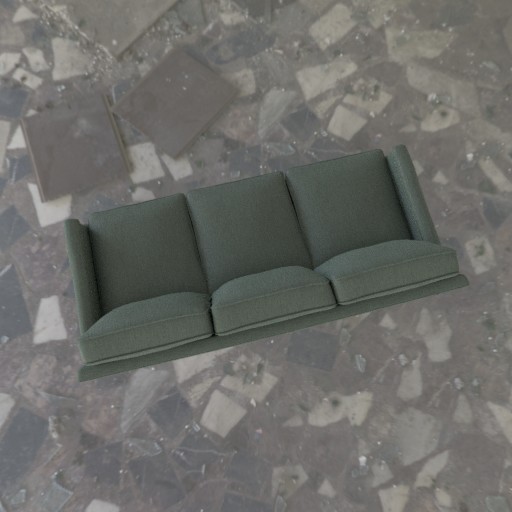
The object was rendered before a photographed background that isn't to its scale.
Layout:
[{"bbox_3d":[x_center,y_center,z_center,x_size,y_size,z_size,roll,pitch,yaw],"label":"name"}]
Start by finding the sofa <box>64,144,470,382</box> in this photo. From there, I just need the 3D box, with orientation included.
[{"bbox_3d":[0.000,0.000,2.820,2.246,1.003,1.084,-13,76,-3],"label":"sofa"}]
